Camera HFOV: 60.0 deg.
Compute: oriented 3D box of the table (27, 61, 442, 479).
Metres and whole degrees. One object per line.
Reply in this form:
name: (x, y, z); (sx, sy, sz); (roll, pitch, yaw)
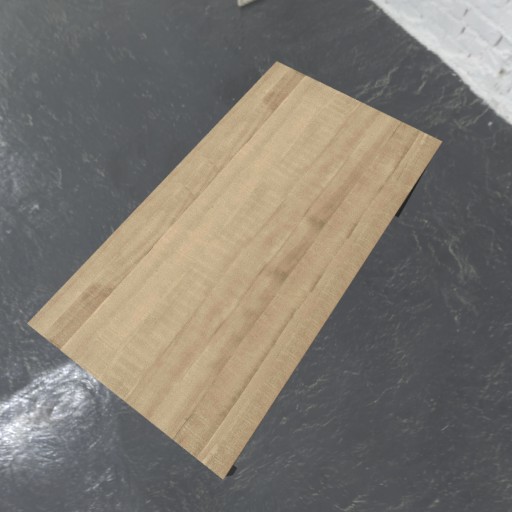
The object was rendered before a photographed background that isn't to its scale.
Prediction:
table: (0.000, 0.000, 1.337); (0.574, 0.393, 1.062); (32, 68, 14)
